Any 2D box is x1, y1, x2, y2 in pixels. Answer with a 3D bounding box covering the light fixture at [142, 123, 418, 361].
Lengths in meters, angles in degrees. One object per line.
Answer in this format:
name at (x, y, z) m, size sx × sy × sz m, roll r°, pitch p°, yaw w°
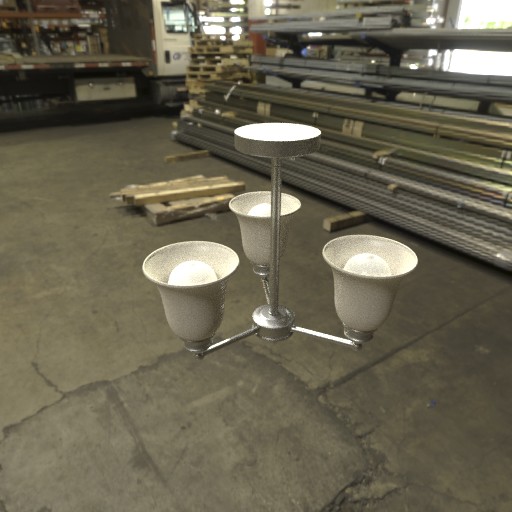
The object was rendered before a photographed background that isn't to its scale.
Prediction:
light fixture at (0.000, 0.000, 0.685) m, size 0.354 × 0.370 × 0.388 m, roll -18°, pitch 32°, yaw -31°
